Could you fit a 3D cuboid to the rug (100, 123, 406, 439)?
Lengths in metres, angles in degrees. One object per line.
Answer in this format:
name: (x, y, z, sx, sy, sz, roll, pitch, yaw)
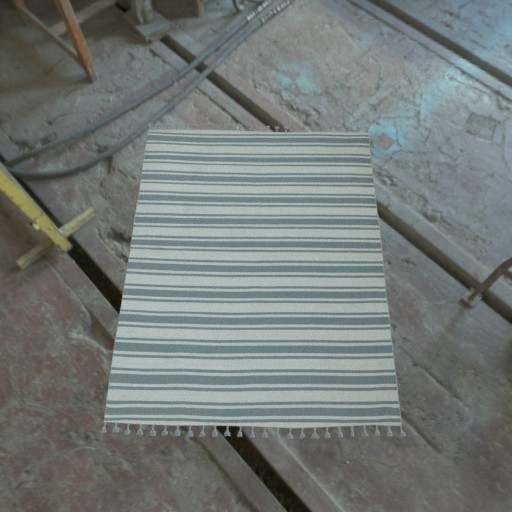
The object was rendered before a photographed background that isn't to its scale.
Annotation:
rug: (0.000, 0.000, 4.198, 2.439, 0.005, 3.201, 1, 65, 0)
